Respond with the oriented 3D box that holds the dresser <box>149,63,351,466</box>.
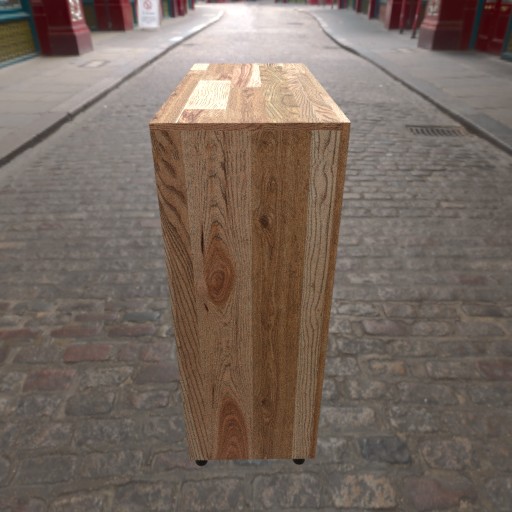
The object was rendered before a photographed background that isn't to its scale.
[{"bbox_3d":[0.000,0.000,1.697,0.480,1.243,0.966,0,31,-1],"label":"dresser"}]
